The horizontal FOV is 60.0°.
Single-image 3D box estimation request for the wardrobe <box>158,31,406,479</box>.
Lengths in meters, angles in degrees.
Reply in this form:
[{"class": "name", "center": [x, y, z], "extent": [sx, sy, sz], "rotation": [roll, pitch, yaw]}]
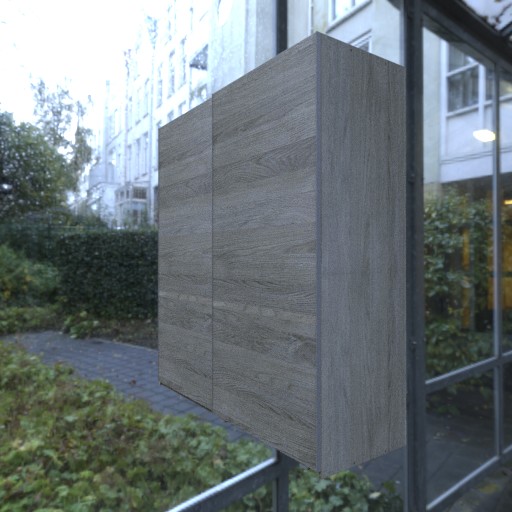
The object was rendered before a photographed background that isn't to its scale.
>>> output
[{"class": "wardrobe", "center": [0.000, 0.000, 2.828], "extent": [0.629, 1.960, 1.780], "rotation": [0, 0, -36]}]
